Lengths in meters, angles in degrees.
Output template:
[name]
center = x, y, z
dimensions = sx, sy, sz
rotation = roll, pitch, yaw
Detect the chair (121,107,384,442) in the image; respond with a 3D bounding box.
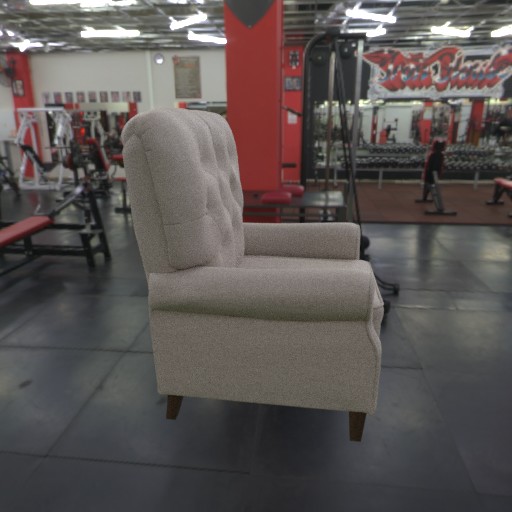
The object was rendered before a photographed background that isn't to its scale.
[chair]
center = 0.000, 0.000, 1.903
dimensions = 1.025, 1.209, 0.942
rotation = 3, 17, 9
